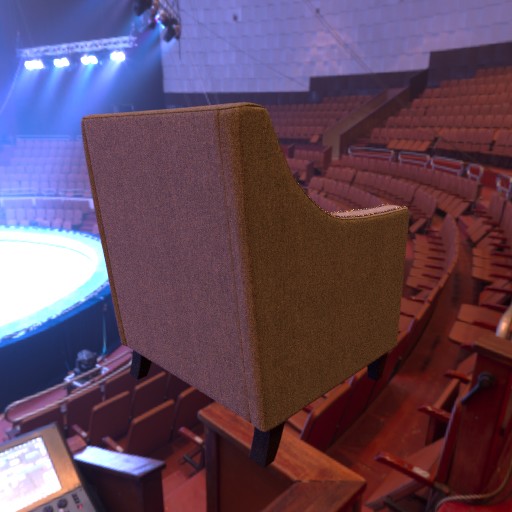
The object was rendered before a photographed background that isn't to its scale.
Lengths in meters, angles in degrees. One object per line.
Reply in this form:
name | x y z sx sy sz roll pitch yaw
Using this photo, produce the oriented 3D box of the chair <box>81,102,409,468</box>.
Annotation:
chair | 0.000 0.000 1.591 0.776 0.967 0.884 14 20 43
